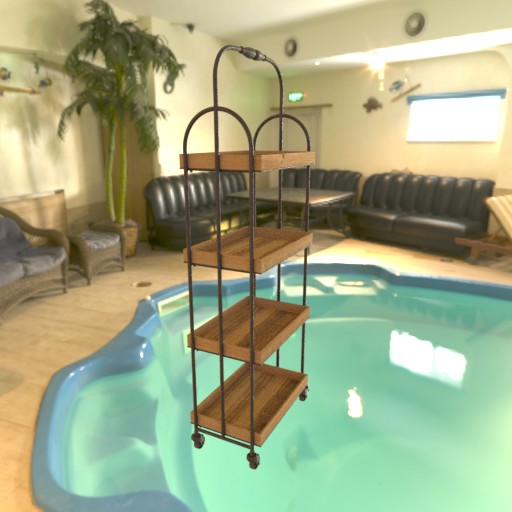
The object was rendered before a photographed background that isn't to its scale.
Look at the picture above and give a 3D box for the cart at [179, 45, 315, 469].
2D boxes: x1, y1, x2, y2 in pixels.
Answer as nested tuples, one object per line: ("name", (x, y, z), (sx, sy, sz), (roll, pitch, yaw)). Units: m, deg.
("cart", (0.000, 0.000, 1.729), (0.308, 1.481, 0.581), (8, 17, 26))
